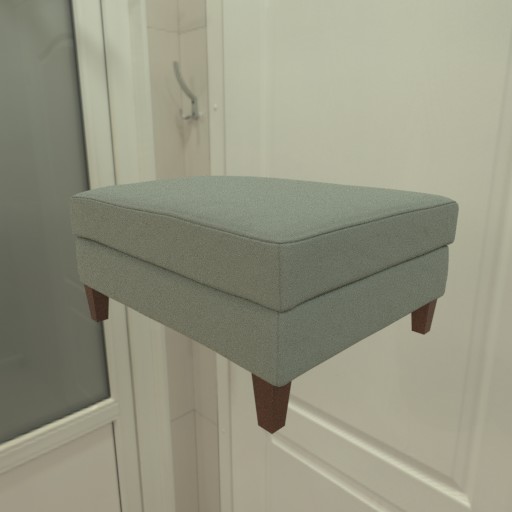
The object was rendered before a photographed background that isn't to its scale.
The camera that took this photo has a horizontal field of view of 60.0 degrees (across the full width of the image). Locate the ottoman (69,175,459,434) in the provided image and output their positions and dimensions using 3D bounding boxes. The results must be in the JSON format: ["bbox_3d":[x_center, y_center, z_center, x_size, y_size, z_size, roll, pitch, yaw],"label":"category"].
[{"bbox_3d":[0.000,0.000,1.477,0.842,0.494,0.991,-14,21,-43],"label":"ottoman"}]
